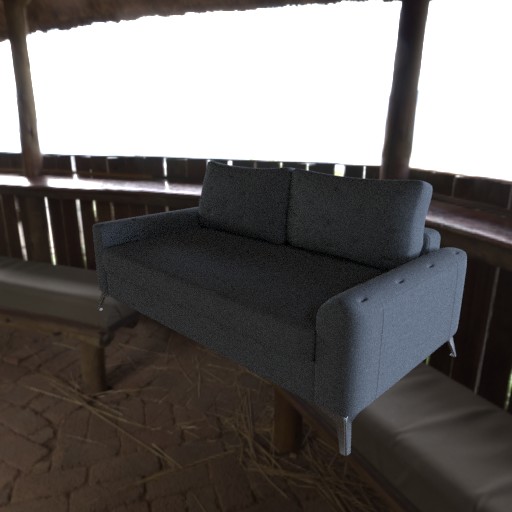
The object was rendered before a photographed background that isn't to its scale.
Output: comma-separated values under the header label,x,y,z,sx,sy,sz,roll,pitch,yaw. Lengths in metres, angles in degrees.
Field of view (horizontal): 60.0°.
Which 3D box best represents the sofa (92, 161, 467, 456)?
label,x,y,z,sx,sy,sz,roll,pitch,yaw
sofa,0.000,0.000,2.115,1.650,0.790,0.920,16,23,42
